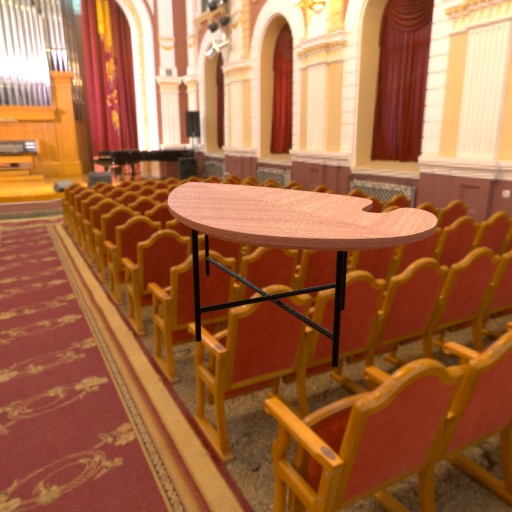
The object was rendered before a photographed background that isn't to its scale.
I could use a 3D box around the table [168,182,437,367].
[{"bbox_3d":[0.000,0.000,1.396,0.598,0.360,1.199,-8,17,-27],"label":"table"}]
